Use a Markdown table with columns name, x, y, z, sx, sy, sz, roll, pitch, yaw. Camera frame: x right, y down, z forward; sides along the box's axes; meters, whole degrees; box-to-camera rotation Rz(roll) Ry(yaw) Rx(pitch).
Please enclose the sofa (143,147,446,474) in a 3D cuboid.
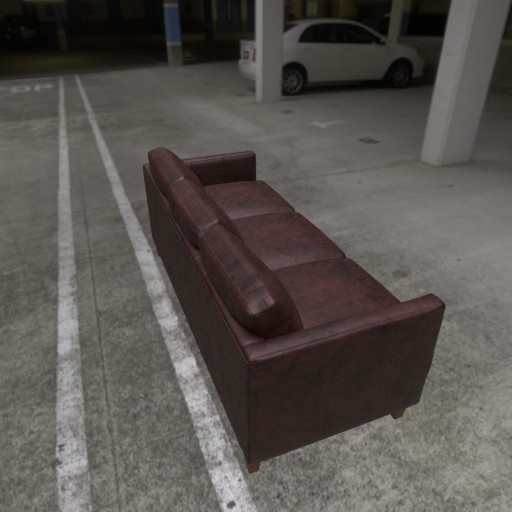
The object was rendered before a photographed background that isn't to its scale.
| name | x | y | z | sx | sy | sz | roll | pitch | yaw |
| --- | --- | --- | --- | --- | --- | --- | --- | --- | --- |
| sofa | 0.000 | 0.000 | 2.996 | 1.045 | 1.006 | 2.464 | -12 | 33 | -19 |
